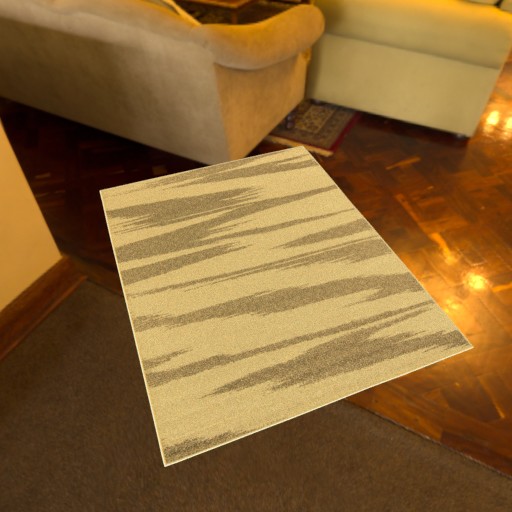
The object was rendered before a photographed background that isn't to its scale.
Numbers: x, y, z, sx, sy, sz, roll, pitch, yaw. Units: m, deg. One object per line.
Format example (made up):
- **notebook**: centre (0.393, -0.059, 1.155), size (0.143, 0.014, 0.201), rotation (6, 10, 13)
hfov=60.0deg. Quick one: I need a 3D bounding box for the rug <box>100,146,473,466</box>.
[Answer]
- **rug**: centre (0.000, 0.000, 3.961), size (2.353, 0.014, 2.945), rotation (-16, 48, -15)
